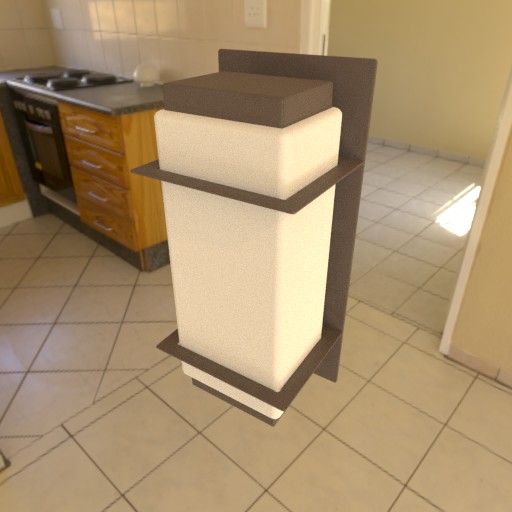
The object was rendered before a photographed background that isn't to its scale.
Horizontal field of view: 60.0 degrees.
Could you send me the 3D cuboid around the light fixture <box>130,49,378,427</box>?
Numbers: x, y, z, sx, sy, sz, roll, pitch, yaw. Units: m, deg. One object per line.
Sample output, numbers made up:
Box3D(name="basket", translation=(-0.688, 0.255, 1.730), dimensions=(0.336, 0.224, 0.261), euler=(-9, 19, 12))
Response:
Box3D(name="light fixture", translation=(0.000, 0.000, 0.426), dimensions=(0.153, 0.347, 0.146), euler=(18, 35, 28))
